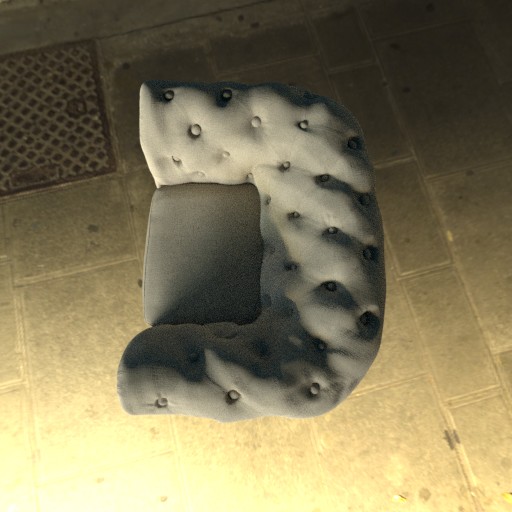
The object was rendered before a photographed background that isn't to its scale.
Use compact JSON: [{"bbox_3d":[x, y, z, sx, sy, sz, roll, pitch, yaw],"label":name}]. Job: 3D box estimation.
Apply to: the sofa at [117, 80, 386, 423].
[{"bbox_3d":[0.000,0.000,2.074,1.034,0.878,1.405,0,76,0],"label":"sofa"}]
